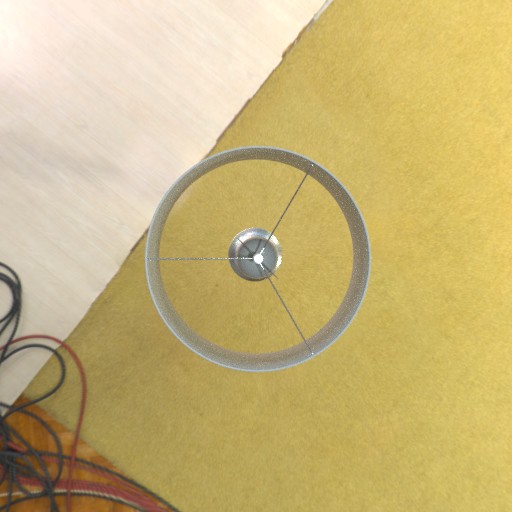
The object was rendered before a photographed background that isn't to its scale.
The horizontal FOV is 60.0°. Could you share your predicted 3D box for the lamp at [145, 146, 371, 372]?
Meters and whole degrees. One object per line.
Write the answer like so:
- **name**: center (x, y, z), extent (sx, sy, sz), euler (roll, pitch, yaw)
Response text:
- **lamp**: center (0.000, 0.000, 0.860), extent (0.331, 0.698, 0.331), euler (0, 91, 0)
